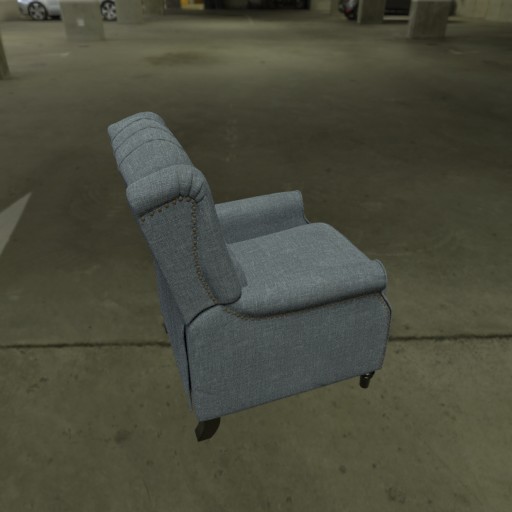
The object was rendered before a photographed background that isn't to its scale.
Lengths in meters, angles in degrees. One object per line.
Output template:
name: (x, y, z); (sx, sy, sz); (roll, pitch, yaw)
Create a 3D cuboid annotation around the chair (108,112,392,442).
chair: (0.000, 0.000, 1.671); (0.898, 1.035, 0.742); (-11, 33, -17)
